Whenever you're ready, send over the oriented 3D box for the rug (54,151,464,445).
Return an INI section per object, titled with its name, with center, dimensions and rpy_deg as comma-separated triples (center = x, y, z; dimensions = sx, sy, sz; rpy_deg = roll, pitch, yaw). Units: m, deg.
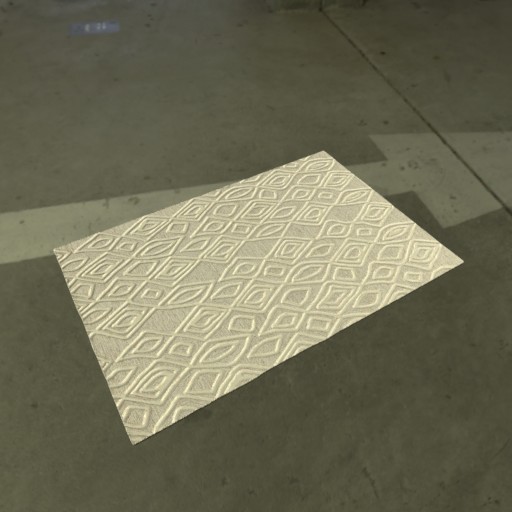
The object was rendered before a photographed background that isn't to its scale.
[rug]
center = 0.000, 0.000, 2.365
dimensions = 1.832, 0.016, 1.224
rpy_deg = -24, 51, -21
